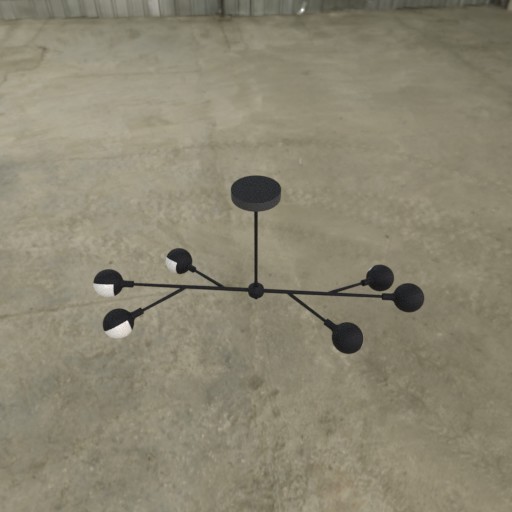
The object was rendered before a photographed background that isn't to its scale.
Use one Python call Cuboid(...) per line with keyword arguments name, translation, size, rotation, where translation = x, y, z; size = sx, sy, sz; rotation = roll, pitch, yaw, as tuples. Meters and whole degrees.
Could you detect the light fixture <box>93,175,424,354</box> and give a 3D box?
Cuboid(name="light fixture", translation=(0.000, 0.000, 1.009), size=(0.778, 0.362, 0.434), rotation=(13, 44, 15))
